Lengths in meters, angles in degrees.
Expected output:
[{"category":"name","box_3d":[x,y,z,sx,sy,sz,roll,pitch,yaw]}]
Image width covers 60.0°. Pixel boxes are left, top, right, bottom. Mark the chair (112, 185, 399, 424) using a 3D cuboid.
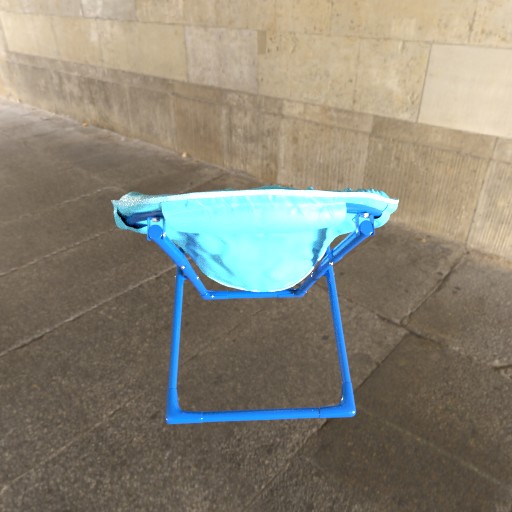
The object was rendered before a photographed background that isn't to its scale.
[{"category":"chair","box_3d":[0.000,0.000,0.904,0.520,0.478,0.465,-1,31,-2]}]
